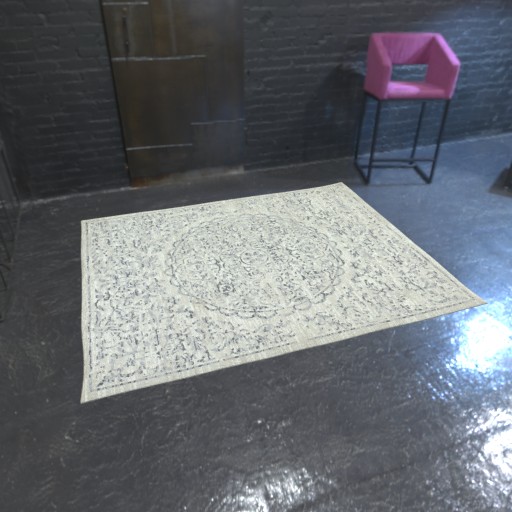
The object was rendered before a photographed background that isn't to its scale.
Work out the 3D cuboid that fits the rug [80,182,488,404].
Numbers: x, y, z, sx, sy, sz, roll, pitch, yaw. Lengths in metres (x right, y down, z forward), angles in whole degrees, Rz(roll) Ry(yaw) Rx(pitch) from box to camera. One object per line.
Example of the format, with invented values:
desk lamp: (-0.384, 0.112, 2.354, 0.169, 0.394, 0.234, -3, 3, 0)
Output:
rug: (0.000, 0.000, 3.891, 2.925, 0.026, 2.343, -10, 35, -15)
